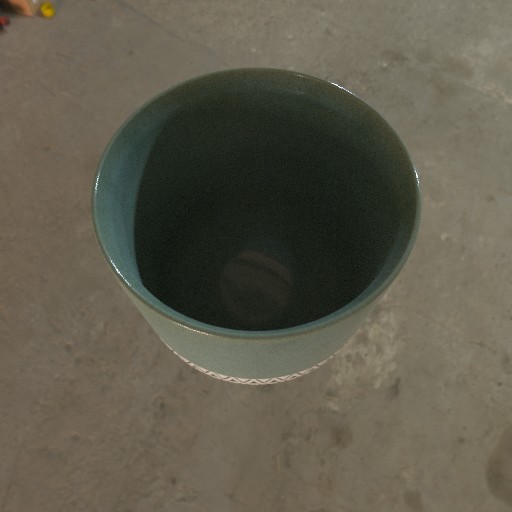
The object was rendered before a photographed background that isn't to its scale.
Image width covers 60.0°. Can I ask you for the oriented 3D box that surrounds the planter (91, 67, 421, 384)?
[{"bbox_3d":[0.000,0.000,0.479,0.266,0.270,0.266,0,63,0],"label":"planter"}]
